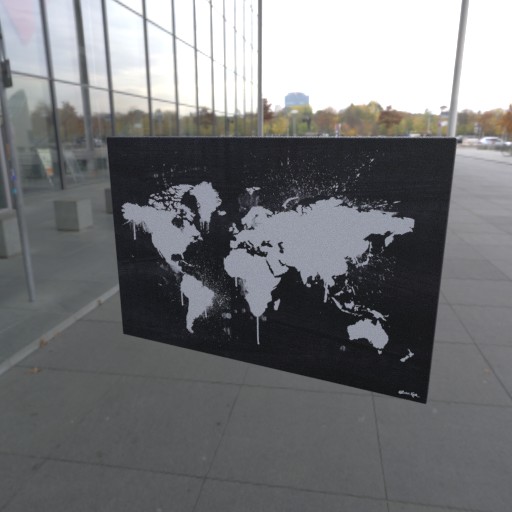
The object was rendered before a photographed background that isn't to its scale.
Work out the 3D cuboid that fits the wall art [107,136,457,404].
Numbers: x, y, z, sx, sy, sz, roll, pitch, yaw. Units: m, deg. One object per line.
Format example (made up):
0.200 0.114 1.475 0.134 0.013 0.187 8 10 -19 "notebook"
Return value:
0.000 0.000 0.786 0.610 0.409 0.038 7 17 24 "wall art"
